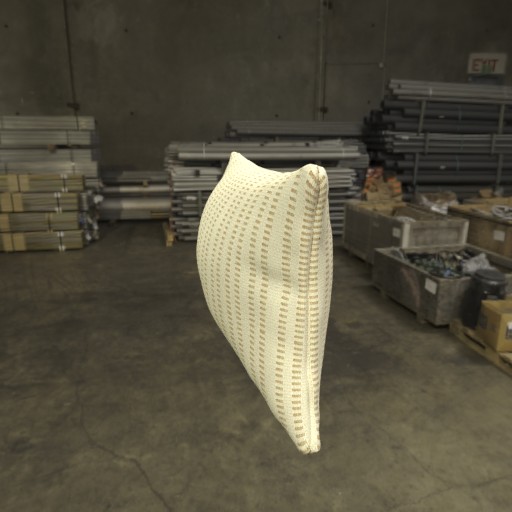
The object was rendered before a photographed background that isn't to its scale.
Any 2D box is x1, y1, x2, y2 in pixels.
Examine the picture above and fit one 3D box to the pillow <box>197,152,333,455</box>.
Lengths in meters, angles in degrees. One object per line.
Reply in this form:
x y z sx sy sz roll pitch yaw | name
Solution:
0.000 0.000 0.798 0.210 0.353 0.640 -3 15 -10 | pillow
